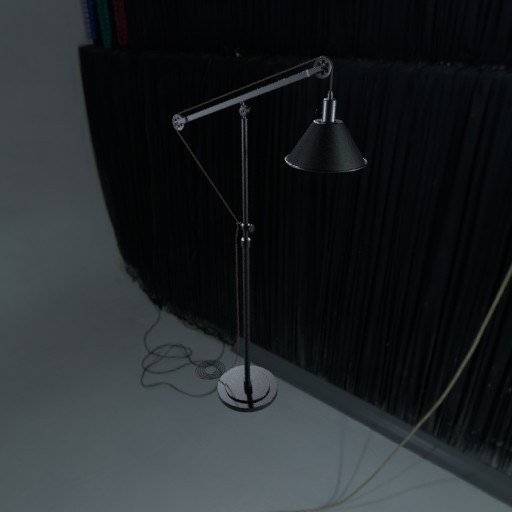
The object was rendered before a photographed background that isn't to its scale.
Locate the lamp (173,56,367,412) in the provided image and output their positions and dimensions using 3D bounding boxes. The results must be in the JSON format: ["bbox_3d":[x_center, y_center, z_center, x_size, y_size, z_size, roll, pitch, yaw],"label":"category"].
[{"bbox_3d":[0.000,0.000,1.957,0.904,1.626,0.319,18,32,32],"label":"lamp"}]
